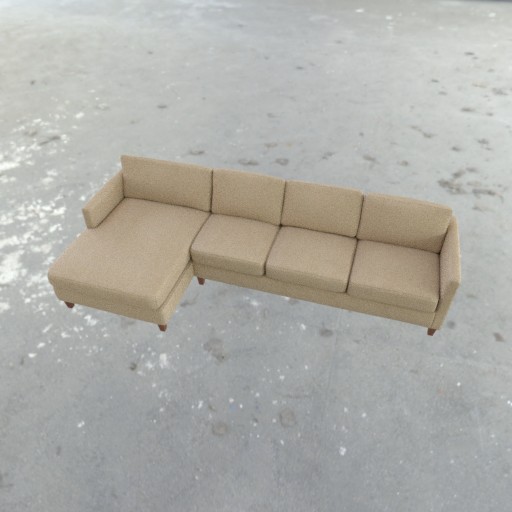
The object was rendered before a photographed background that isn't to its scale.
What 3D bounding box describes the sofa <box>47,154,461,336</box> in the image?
[{"bbox_3d":[0.000,0.000,3.783,3.201,0.876,1.502,11,43,12],"label":"sofa"}]
